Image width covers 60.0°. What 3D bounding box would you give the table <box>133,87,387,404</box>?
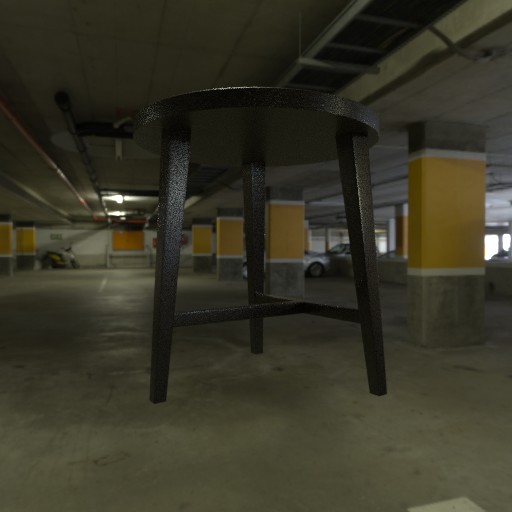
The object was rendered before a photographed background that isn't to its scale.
[{"bbox_3d":[0.000,0.000,0.939,0.500,0.531,0.500,0,1,0],"label":"table"}]
